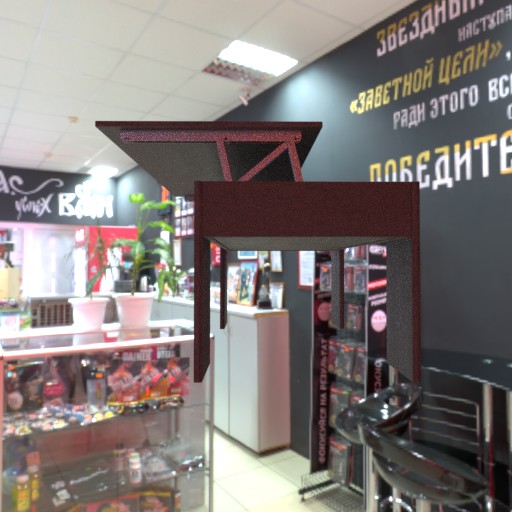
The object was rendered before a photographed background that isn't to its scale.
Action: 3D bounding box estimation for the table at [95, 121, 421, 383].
[{"bbox_3d":[0.000,0.000,1.462,0.711,0.570,1.000,0,-1,-1],"label":"table"}]
